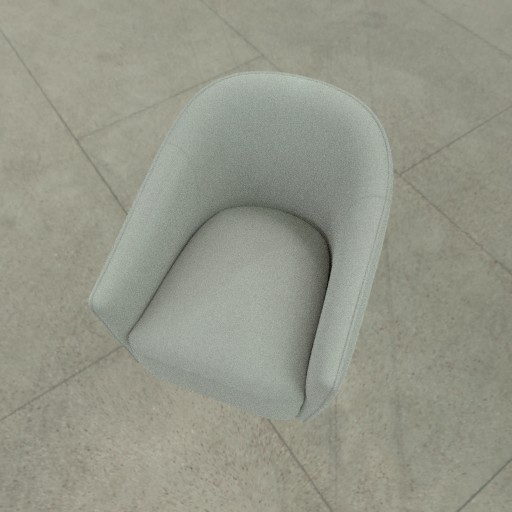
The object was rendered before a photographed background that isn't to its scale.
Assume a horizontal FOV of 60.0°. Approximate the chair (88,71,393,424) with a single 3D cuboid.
[{"bbox_3d":[0.000,0.000,1.484,0.747,0.799,0.875,17,61,10],"label":"chair"}]
